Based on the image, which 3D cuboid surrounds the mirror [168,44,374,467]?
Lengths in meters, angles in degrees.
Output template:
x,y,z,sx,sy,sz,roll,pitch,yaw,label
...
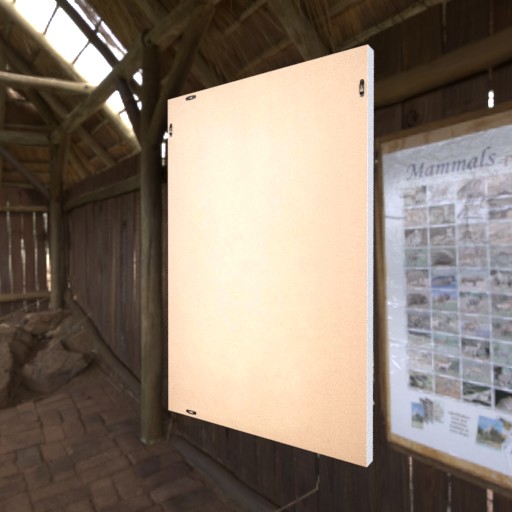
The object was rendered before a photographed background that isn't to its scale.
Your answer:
x,y,z,sx,sy,sz,roll,pitch,yaw,label
0.000,0.000,1.146,0.609,0.914,0.041,0,1,35,mirror
